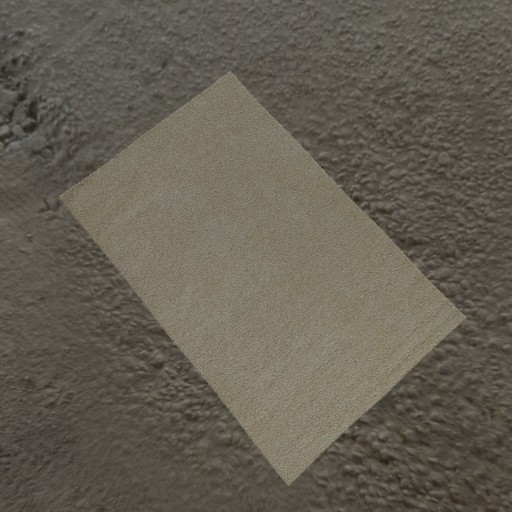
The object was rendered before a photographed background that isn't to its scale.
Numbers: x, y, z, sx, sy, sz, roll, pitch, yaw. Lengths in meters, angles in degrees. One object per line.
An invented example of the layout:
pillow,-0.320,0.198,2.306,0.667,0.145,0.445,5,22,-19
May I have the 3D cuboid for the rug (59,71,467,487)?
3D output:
rug,0.000,0.000,2.902,1.500,0.025,2.346,-40,80,-9
